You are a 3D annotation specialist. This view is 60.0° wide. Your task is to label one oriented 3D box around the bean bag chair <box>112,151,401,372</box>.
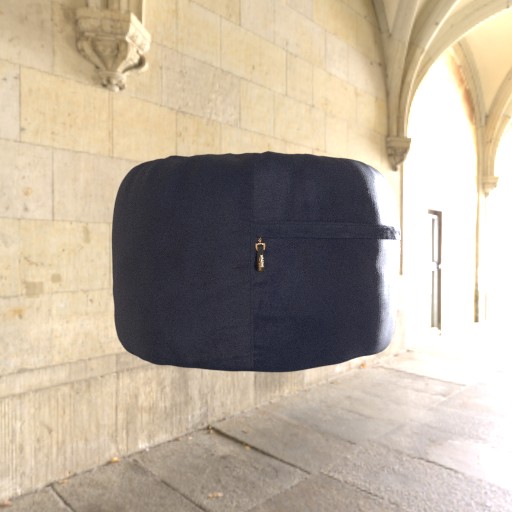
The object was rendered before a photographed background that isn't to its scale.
[{"bbox_3d":[0.000,0.000,1.963,1.219,0.762,1.219,0,1,0],"label":"bean bag chair"}]
